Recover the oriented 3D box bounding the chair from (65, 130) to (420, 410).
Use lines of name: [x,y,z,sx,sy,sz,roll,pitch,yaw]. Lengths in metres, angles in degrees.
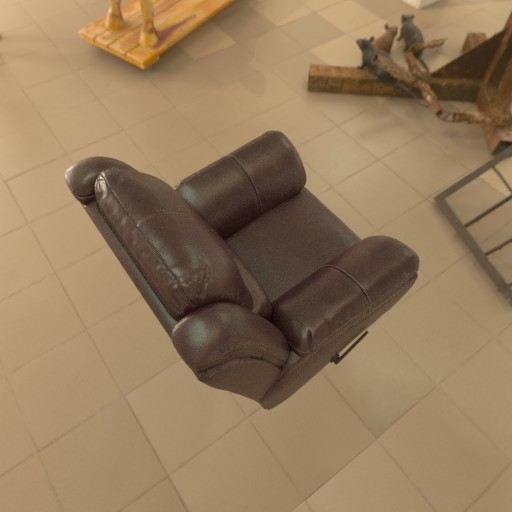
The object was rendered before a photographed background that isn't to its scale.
chair: [0.000,0.000,1.885,1.041,1.093,0.990,-31,62,-19]
